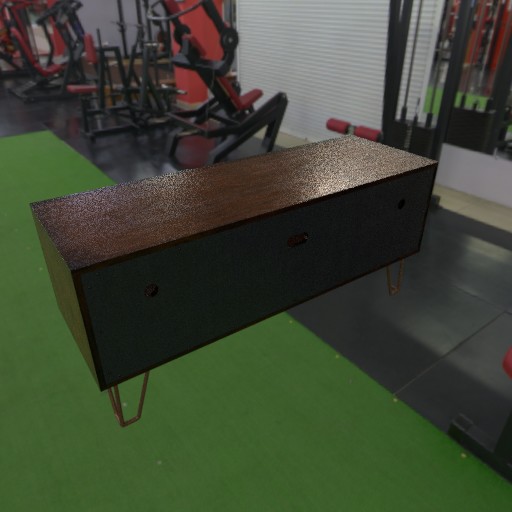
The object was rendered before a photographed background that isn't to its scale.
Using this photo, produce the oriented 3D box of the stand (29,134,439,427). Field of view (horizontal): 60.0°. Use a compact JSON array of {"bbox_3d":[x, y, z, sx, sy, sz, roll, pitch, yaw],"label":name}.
[{"bbox_3d":[0.000,0.000,1.686,1.372,0.610,0.481,-19,36,-29],"label":"stand"}]
